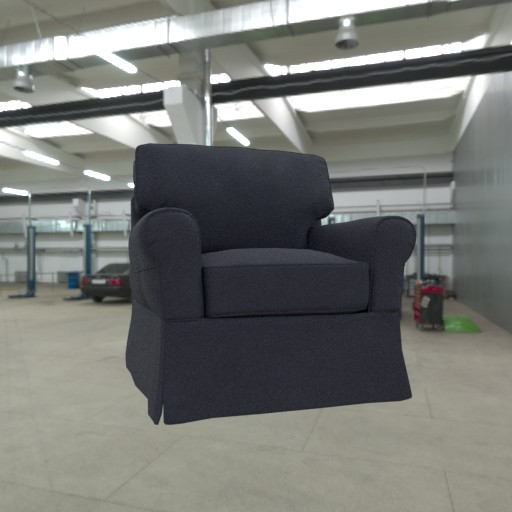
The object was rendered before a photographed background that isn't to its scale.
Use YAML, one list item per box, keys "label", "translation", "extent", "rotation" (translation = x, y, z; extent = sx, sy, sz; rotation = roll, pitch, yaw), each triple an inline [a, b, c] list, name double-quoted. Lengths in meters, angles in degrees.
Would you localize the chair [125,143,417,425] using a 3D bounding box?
- label: "chair"
  translation: [0.000, 0.000, 2.015]
  extent: [1.119, 1.140, 1.002]
  rotation: [0, 0, -18]
